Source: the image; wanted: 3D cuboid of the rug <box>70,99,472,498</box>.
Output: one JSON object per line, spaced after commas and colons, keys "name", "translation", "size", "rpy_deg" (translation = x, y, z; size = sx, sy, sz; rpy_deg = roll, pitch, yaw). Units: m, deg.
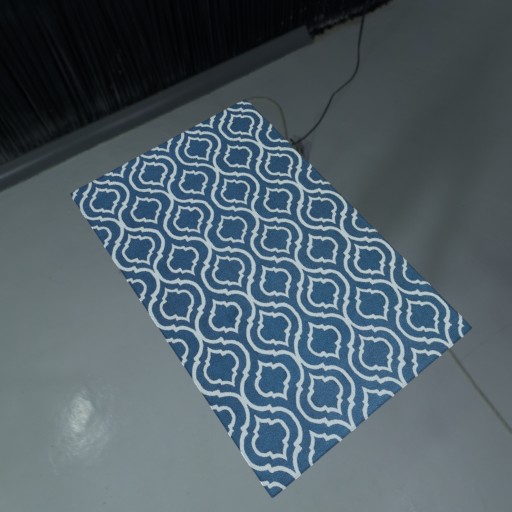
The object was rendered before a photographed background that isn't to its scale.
{"name": "rug", "translation": [0.000, 0.000, 2.168], "size": [1.143, 0.010, 1.753], "rpy_deg": [-33, 68, -15]}
